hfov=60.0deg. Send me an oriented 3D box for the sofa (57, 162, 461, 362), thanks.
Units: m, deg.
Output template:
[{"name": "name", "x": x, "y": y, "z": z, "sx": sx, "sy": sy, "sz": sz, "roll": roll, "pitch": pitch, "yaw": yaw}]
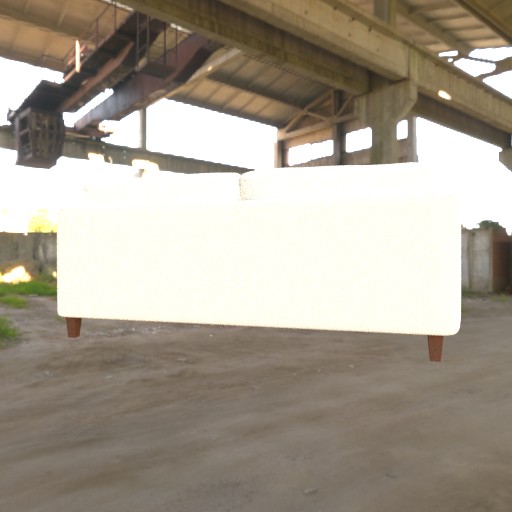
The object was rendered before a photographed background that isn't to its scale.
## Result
[{"name": "sofa", "x": 0.000, "y": 0.000, "z": 2.646, "sx": 2.139, "sy": 0.933, "sz": 0.924, "roll": 0, "pitch": 0, "yaw": 17}]
